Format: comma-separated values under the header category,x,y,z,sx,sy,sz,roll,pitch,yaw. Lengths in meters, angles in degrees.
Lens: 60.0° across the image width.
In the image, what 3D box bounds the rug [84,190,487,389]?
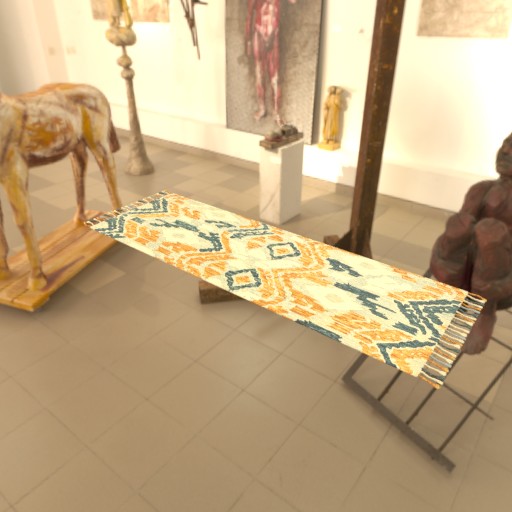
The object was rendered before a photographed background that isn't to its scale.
category,x,y,z,sx,sy,sz,roll,pitch,yaw
rug,0.000,0.000,2.666,2.437,0.010,0.783,21,36,32
